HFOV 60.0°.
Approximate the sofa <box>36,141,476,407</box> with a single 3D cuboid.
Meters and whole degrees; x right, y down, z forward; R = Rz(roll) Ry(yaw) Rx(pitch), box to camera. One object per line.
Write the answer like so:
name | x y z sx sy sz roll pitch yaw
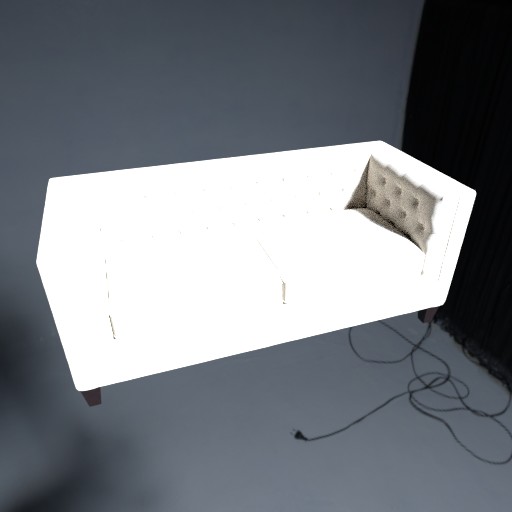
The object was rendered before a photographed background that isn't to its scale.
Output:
sofa | 0.000 0.000 2.191 1.778 0.762 0.775 -10 33 -16
